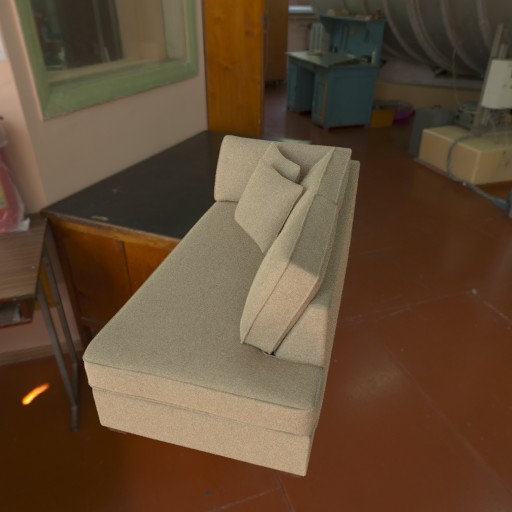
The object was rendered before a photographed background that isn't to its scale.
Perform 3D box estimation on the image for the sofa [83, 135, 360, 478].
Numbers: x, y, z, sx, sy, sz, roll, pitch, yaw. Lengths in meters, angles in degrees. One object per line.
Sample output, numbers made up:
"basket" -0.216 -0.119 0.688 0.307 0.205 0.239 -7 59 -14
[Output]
"sofa" 0.000 0.000 2.798 1.110 1.033 2.237 8 32 13
